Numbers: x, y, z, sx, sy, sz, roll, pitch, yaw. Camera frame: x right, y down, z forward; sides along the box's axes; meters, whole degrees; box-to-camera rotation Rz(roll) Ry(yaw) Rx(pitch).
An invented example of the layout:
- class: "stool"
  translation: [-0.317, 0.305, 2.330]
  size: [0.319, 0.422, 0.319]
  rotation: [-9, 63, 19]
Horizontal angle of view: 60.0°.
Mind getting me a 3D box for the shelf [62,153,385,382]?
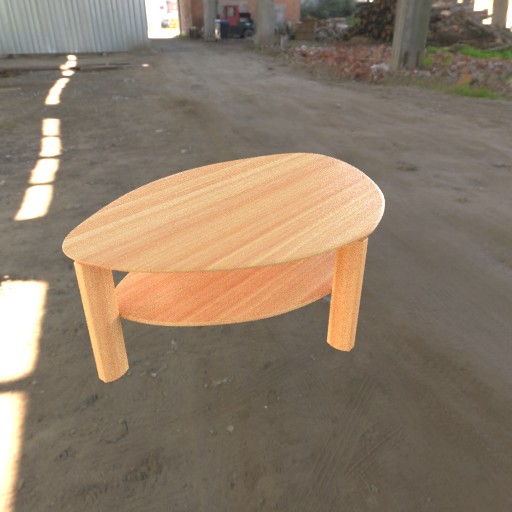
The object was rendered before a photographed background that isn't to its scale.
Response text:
- class: "shelf"
  translation: [0.000, 0.000, 1.608]
  size: [0.845, 0.440, 1.246]
  rotation: [20, 34, 33]
